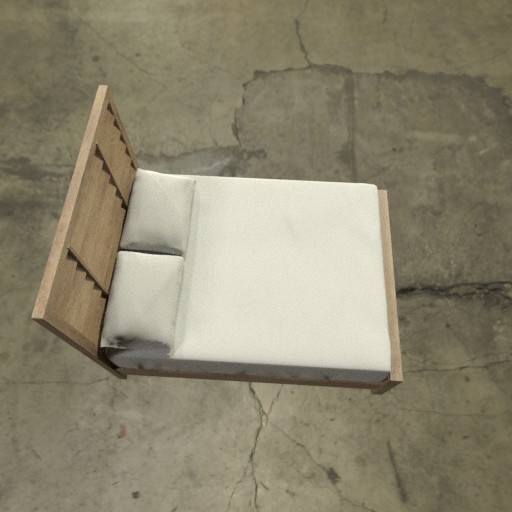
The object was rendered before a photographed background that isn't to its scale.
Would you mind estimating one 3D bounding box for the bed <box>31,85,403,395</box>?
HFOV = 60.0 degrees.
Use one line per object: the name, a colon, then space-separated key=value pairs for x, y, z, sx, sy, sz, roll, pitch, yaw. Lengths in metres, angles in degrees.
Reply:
bed: x=0.000 y=0.000 z=3.301 sx=2.197 sy=1.626 sz=1.626 roll=3 pitch=64 yaw=1
